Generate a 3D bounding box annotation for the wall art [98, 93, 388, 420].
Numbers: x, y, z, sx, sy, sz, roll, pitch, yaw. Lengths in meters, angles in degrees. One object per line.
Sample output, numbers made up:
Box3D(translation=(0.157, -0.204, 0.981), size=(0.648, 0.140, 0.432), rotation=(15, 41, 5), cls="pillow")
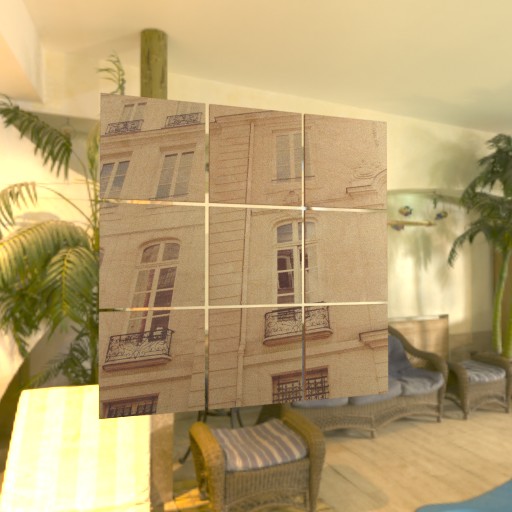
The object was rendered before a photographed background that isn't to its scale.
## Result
Box3D(translation=(0.000, 0.000, 1.372), size=(0.915, 0.913, 0.018), rotation=(0, -1, -16), cls="wall art")
